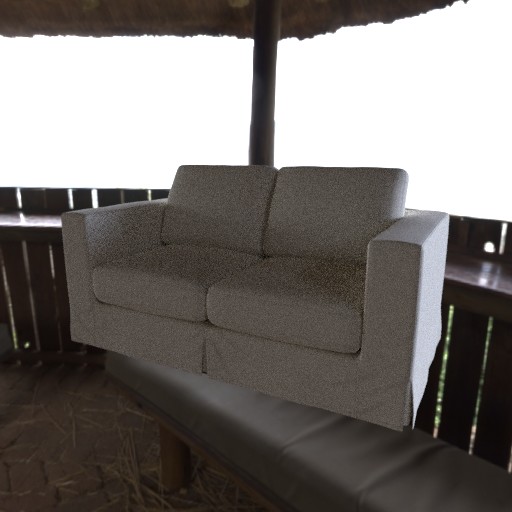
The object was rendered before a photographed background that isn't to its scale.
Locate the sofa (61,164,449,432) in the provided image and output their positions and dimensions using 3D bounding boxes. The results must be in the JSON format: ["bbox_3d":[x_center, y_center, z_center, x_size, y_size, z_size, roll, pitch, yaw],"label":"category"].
[{"bbox_3d":[0.000,0.000,2.354,1.813,0.932,1.009,7,15,27],"label":"sofa"}]
